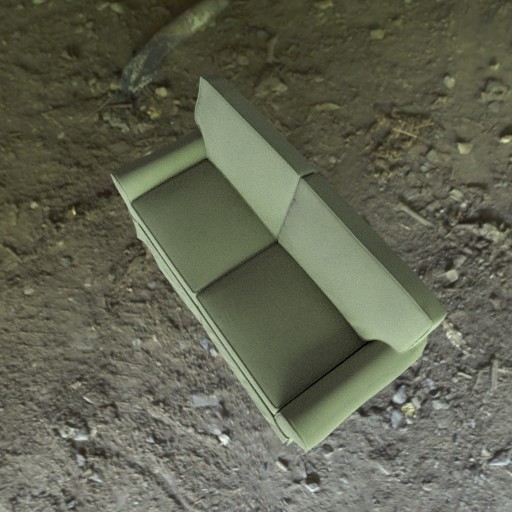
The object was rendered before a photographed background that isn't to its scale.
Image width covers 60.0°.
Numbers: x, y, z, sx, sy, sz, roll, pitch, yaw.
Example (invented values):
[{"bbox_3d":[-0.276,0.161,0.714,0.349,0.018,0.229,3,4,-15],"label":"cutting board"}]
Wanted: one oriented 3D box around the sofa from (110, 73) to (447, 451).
[{"bbox_3d":[0.000,0.000,2.369,0.841,1.024,1.823,-33,68,-15],"label":"sofa"}]
